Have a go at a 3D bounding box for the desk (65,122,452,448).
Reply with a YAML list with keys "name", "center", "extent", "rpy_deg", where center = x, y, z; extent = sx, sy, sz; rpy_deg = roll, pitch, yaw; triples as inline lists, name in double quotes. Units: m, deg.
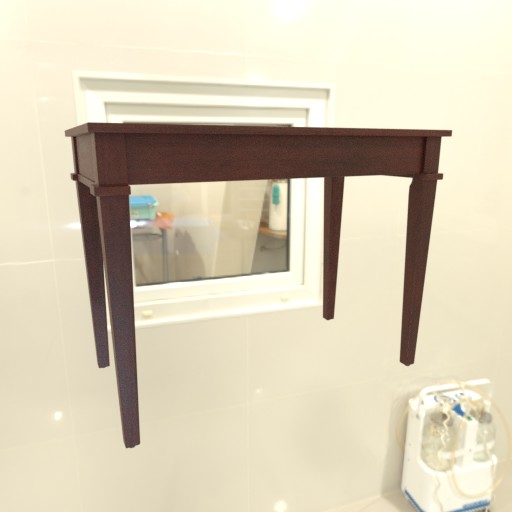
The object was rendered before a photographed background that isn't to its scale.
- name: "desk"
  center: [0.000, 0.000, 1.395]
  extent: [1.001, 0.762, 0.549]
  rpy_deg: [-7, 16, -26]
